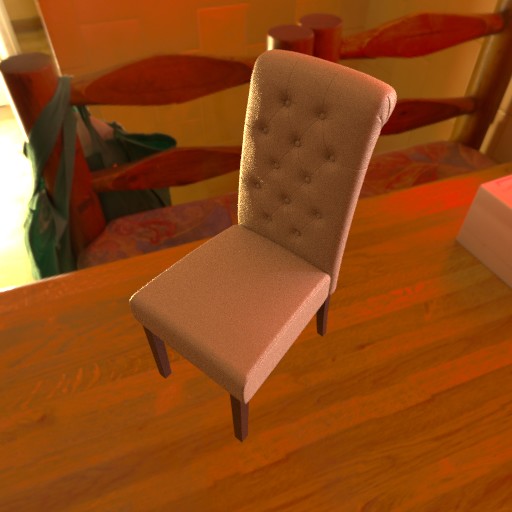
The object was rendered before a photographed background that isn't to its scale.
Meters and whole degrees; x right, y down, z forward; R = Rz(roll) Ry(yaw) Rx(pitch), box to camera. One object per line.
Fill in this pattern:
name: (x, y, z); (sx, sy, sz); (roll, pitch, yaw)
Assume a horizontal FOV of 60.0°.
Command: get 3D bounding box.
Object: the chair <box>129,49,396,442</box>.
chair: (0.000, 0.000, 1.369); (0.456, 1.006, 0.671); (30, 53, 26)
